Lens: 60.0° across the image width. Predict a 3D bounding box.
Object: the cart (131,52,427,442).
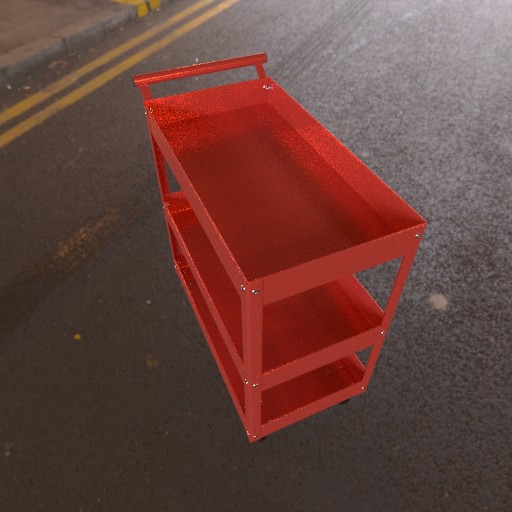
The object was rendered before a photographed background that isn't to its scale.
[{"bbox_3d":[0.000,0.000,1.208,0.366,0.780,0.719,-18,48,-17],"label":"cart"}]
